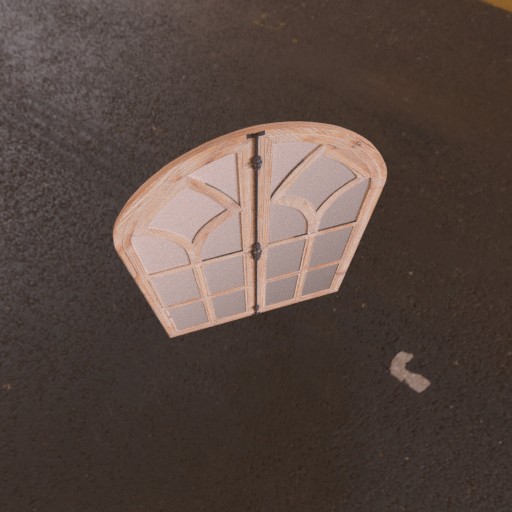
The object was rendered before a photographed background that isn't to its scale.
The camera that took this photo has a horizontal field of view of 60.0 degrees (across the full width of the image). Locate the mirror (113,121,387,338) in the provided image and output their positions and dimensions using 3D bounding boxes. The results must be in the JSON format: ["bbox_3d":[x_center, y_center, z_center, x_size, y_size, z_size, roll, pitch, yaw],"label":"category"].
[{"bbox_3d":[0.000,0.000,1.139,0.609,0.915,0.032,-15,65,-7],"label":"mirror"}]
